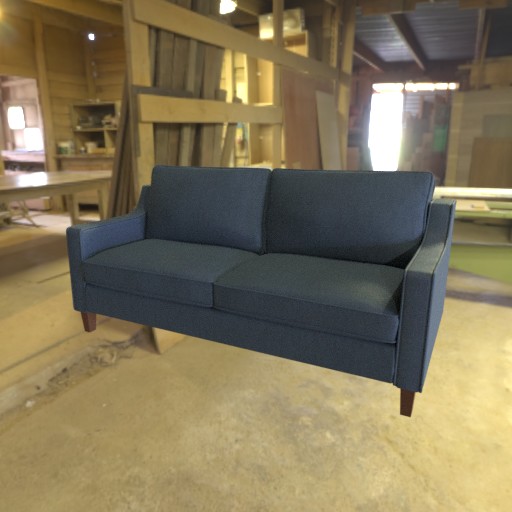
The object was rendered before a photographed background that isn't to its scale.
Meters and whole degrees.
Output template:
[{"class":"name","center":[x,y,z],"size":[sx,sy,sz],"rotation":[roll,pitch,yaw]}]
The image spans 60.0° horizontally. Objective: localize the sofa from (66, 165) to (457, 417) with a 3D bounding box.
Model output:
[{"class":"sofa","center":[0.000,0.000,2.782],"size":[2.178,1.071,1.066],"rotation":[7,17,26]}]
